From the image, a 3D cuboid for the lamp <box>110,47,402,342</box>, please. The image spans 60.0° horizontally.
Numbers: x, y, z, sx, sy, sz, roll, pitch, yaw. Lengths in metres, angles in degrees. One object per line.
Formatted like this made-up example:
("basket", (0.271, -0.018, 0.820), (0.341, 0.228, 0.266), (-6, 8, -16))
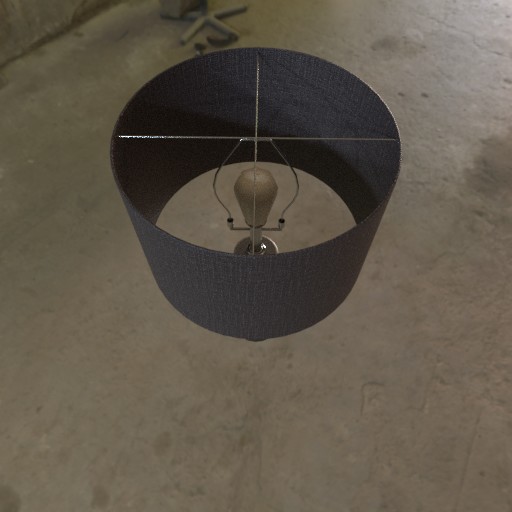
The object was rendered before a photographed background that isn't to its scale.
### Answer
("lamp", (0.000, 0.000, 0.672), (0.303, 0.488, 0.303), (0, 58, 0))
